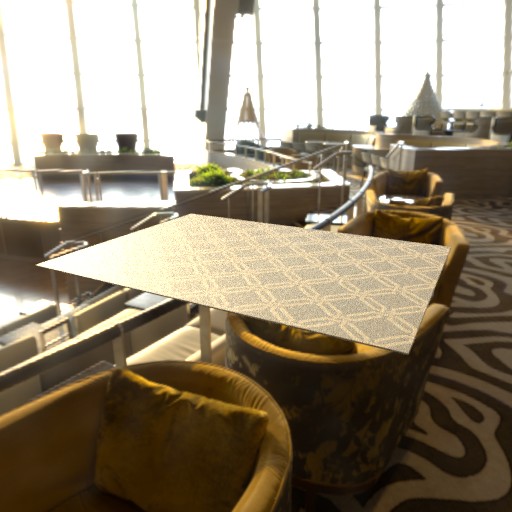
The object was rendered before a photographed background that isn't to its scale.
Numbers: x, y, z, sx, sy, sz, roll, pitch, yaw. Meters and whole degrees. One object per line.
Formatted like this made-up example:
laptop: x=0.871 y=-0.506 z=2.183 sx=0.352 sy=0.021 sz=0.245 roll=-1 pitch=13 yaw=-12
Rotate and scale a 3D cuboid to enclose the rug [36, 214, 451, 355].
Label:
rug: x=0.000 y=0.000 z=4.394 sx=3.353 sy=0.013 sz=2.438 roll=10 pitch=20 yaw=27
